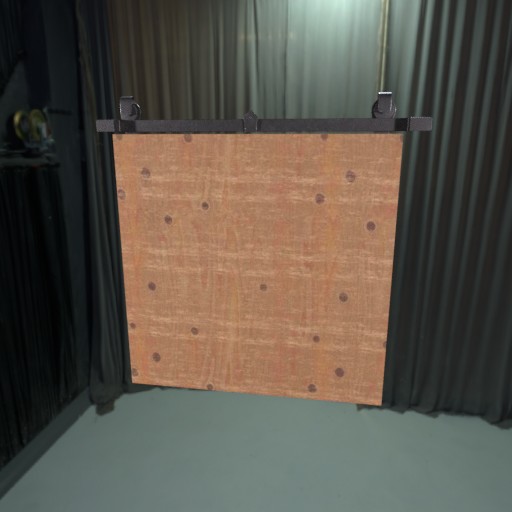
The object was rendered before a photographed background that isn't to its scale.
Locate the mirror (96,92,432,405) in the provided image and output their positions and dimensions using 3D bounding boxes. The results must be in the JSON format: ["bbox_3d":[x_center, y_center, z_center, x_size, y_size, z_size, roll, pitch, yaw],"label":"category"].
[{"bbox_3d":[0.000,0.000,1.162,0.805,0.800,0.054,2,15,9],"label":"mirror"}]
